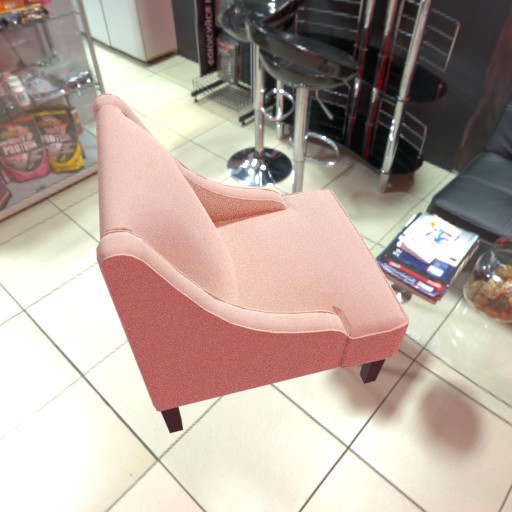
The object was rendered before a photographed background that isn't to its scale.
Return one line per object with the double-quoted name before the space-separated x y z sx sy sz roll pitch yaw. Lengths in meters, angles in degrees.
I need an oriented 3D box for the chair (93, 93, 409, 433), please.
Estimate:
"chair" 0.000 0.000 1.440 0.806 0.886 0.689 -11 48 -10
